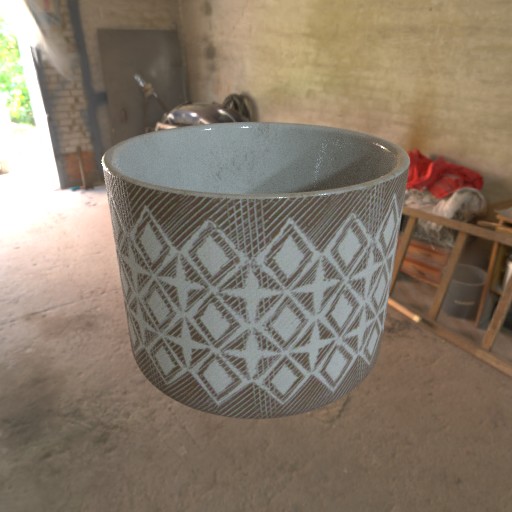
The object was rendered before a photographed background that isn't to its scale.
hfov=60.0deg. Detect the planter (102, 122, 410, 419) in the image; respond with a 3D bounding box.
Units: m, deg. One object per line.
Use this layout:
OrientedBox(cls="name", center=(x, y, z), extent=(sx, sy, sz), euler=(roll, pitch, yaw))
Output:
OrientedBox(cls="planter", center=(0.000, 0.000, 0.214), extent=(0.126, 0.104, 0.126), euler=(0, 27, 0))
